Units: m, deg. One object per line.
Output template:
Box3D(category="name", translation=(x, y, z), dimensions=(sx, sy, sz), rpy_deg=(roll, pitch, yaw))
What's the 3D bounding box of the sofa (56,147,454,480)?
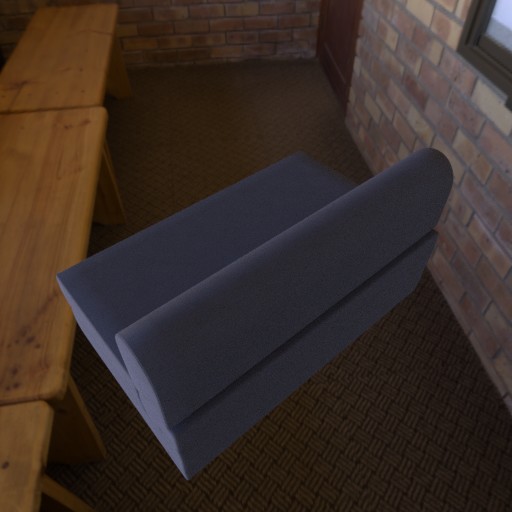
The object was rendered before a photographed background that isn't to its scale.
Box3D(category="sofa", translation=(0.000, 0.000, 1.628), dimensions=(1.219, 0.660, 0.762), rpy_deg=(-32, 54, -27))
